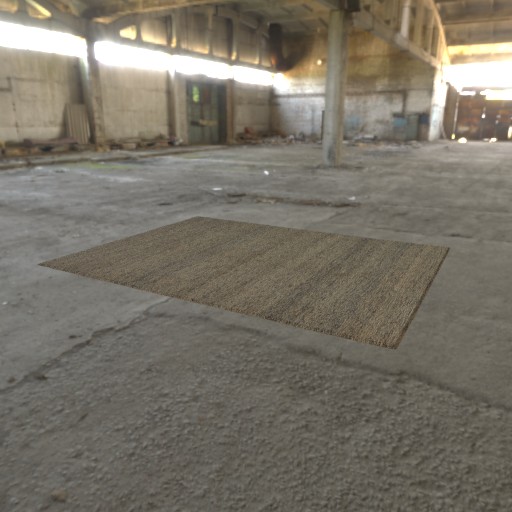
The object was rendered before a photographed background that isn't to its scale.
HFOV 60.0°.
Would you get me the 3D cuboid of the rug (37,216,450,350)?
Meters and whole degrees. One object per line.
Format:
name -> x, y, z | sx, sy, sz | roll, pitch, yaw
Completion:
rug -> 0.000, 0.000, 4.278 | 3.199, 0.036, 2.414 | 9, 19, 28
